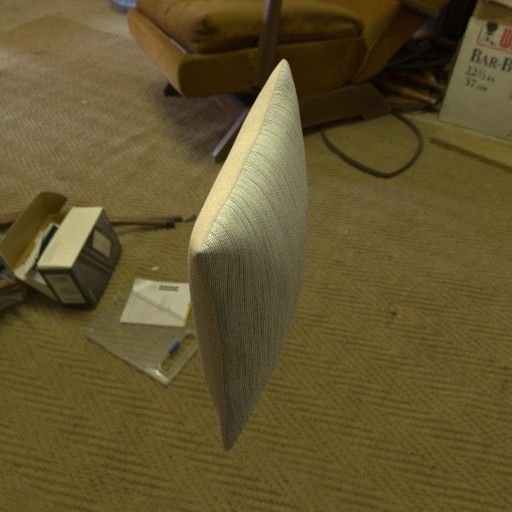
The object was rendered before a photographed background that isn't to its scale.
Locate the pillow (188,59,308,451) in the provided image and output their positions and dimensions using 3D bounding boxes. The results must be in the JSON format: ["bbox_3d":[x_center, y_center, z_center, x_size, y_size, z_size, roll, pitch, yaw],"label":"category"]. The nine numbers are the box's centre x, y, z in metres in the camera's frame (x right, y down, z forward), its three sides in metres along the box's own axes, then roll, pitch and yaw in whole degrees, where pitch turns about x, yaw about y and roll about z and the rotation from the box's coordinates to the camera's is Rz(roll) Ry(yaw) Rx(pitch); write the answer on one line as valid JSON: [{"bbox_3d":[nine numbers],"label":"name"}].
[{"bbox_3d":[0.000,0.000,0.796,0.178,0.506,0.512,9,46,9],"label":"pillow"}]
